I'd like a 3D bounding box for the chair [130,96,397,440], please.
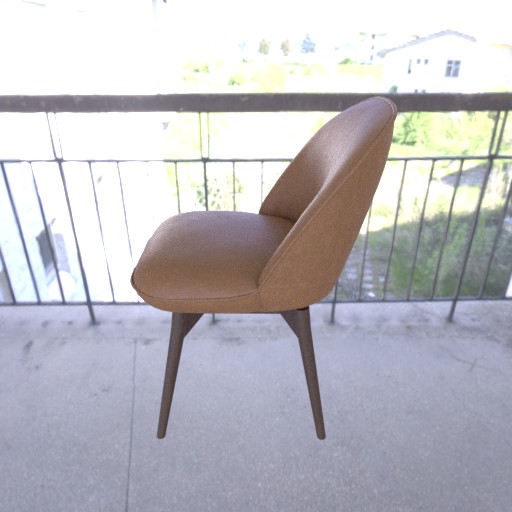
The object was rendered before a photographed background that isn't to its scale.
[{"bbox_3d":[0.000,0.000,1.229,0.631,0.831,0.521,0,26,0],"label":"chair"}]
